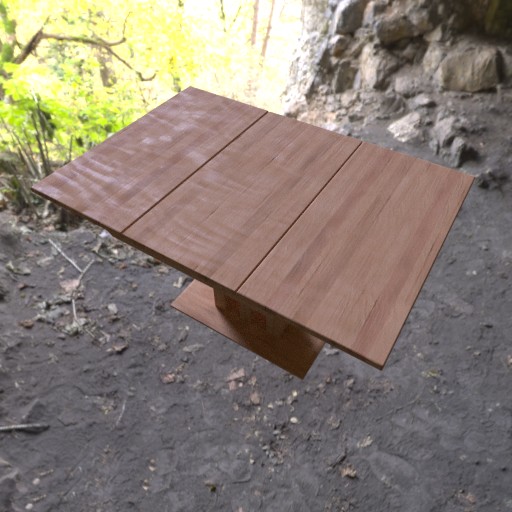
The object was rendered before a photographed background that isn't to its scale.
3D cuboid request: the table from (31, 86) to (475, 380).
[{"bbox_3d":[0.000,0.000,1.850,1.300,0.770,0.900,25,52,21],"label":"table"}]
